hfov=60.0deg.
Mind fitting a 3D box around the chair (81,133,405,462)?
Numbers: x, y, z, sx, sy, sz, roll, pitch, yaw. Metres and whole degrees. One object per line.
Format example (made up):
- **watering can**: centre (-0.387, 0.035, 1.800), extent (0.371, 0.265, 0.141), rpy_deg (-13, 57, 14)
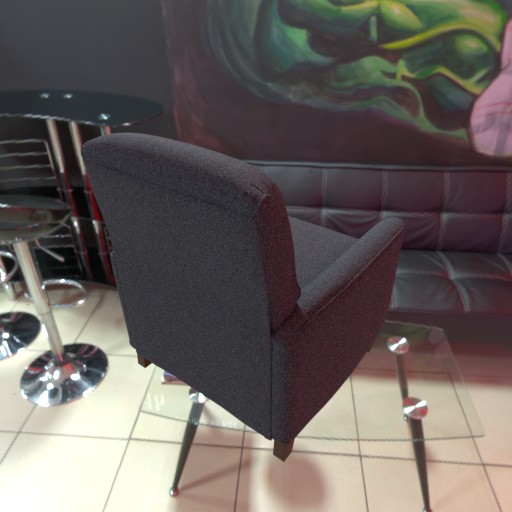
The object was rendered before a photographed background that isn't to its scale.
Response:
- **chair**: centre (0.000, 0.000, 1.627), extent (0.839, 1.016, 0.850), rpy_deg (22, 38, 31)
